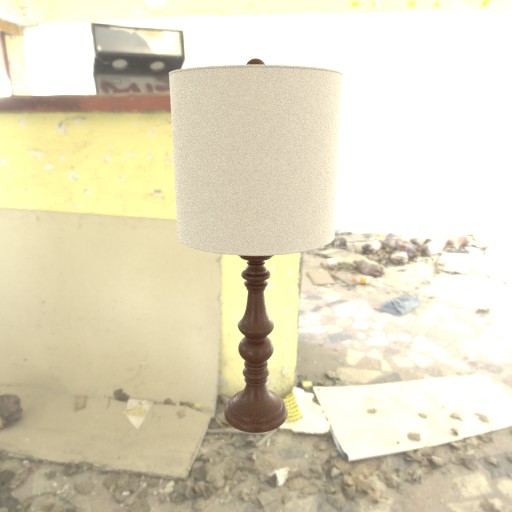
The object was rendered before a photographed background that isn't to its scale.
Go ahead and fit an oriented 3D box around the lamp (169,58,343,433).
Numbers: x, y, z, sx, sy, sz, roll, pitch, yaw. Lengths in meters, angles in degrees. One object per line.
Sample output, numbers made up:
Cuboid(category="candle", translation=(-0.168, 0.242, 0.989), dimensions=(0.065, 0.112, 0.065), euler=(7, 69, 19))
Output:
Cuboid(category="lamp", translation=(0.000, 0.000, 0.727), dimensions=(0.250, 0.597, 0.250), euler=(9, 19, 26))
